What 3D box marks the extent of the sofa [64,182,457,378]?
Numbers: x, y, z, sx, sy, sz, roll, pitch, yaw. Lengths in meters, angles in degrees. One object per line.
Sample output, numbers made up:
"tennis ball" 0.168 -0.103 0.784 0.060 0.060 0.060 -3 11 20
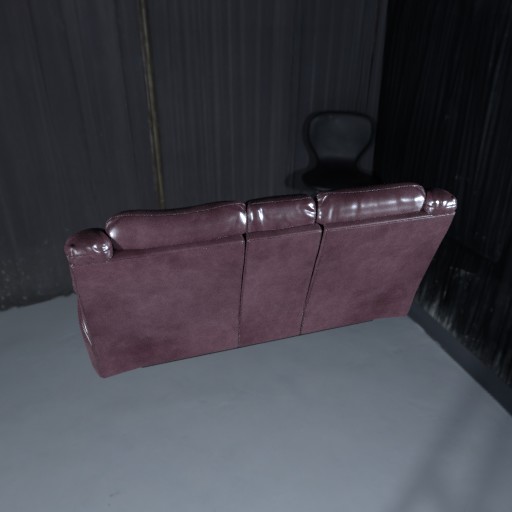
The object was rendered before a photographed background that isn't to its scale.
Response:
"sofa" 0.000 0.000 2.668 2.058 1.043 0.991 -8 29 -15
